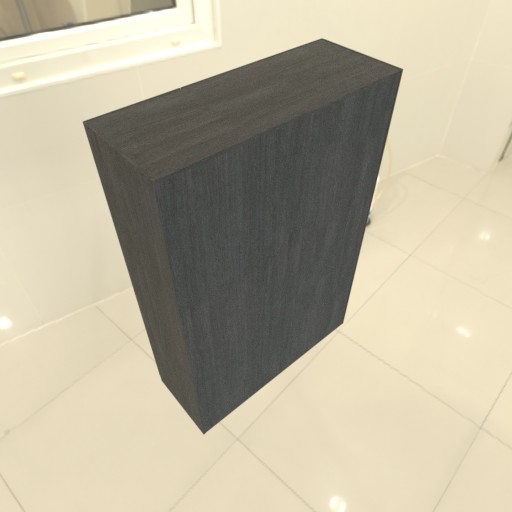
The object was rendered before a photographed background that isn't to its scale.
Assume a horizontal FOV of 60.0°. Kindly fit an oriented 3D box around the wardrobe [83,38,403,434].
[{"bbox_3d":[0.000,0.000,2.494,1.290,1.910,0.510,-31,53,-27],"label":"wardrobe"}]
